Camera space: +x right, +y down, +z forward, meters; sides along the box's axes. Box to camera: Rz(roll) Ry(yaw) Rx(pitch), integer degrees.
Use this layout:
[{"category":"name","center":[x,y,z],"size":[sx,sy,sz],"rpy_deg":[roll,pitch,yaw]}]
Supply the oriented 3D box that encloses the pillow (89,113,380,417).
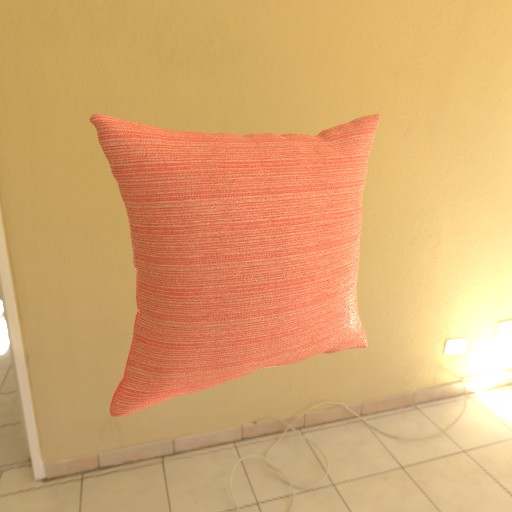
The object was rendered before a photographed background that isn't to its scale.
[{"category":"pillow","center":[0.000,0.000,0.811],"size":[0.559,0.501,0.229],"rpy_deg":[-8,18,-26]}]
